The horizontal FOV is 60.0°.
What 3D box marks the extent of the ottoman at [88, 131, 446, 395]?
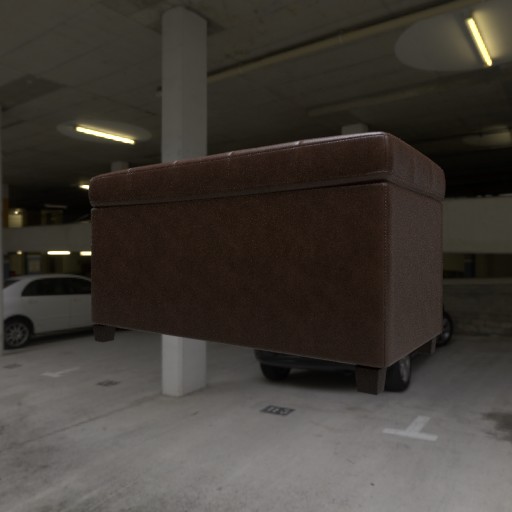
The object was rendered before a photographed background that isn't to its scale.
[{"bbox_3d":[0.000,0.000,1.148,0.838,0.470,0.432,0,1,35],"label":"ottoman"}]
